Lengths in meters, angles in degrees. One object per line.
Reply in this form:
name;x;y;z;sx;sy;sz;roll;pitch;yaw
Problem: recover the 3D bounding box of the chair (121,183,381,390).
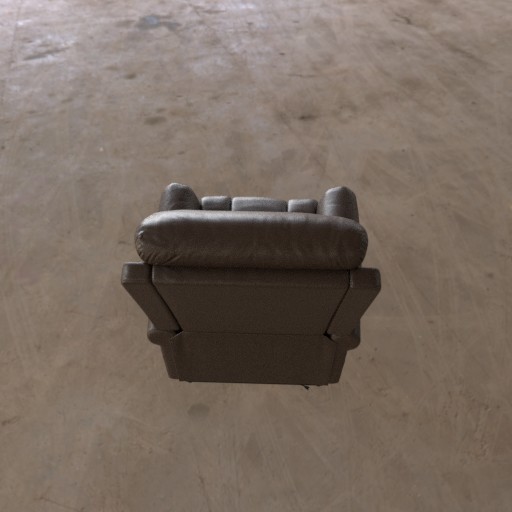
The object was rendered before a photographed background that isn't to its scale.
chair;0.000;0.000;1.735;0.869;1.028;0.978;1;45;1
